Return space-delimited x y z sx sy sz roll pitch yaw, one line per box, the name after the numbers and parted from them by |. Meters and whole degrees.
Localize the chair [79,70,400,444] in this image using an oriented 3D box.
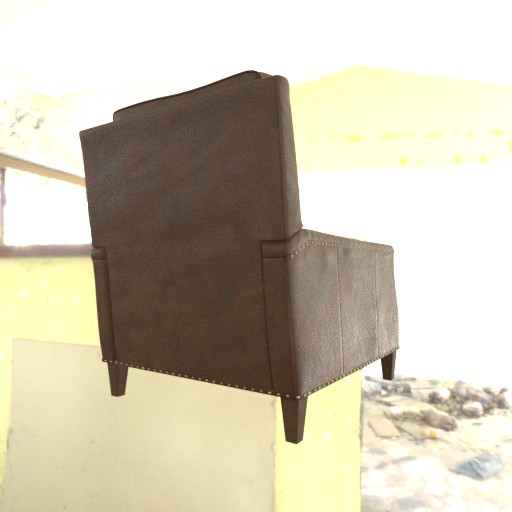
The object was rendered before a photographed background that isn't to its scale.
0.000 0.000 1.765 0.854 1.054 1.035 -1 -1 35 | chair
